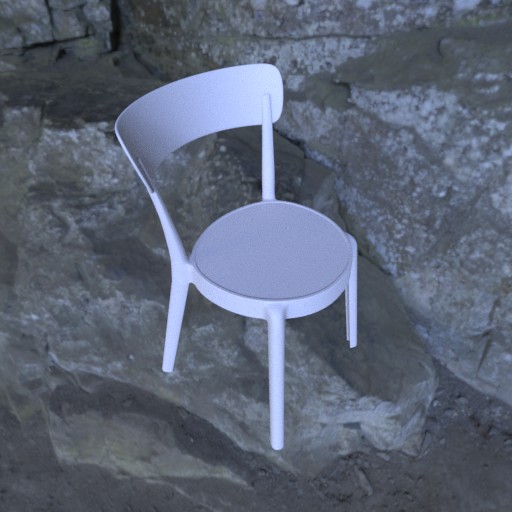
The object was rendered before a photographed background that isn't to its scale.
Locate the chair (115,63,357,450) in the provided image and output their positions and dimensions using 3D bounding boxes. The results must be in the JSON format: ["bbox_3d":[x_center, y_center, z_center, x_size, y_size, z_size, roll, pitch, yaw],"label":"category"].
[{"bbox_3d":[0.000,0.000,1.149,0.491,0.790,0.506,26,46,27],"label":"chair"}]
